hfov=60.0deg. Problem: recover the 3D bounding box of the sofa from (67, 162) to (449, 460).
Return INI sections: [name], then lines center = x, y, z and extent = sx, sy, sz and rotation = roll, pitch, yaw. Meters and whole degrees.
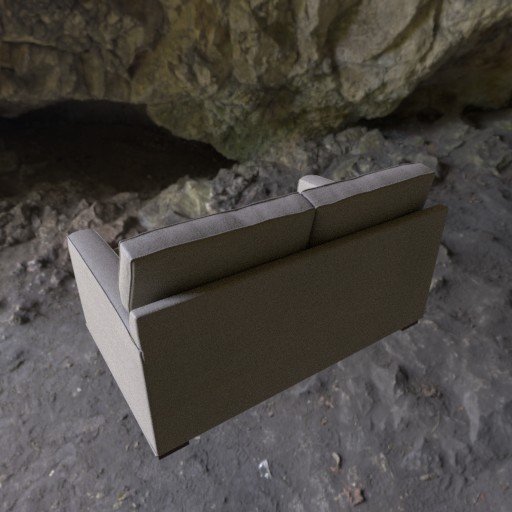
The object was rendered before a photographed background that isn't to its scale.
[sofa]
center = 0.000, 0.000, 2.101
extent = 1.484, 0.853, 0.940
rotation = -18, 35, -29
